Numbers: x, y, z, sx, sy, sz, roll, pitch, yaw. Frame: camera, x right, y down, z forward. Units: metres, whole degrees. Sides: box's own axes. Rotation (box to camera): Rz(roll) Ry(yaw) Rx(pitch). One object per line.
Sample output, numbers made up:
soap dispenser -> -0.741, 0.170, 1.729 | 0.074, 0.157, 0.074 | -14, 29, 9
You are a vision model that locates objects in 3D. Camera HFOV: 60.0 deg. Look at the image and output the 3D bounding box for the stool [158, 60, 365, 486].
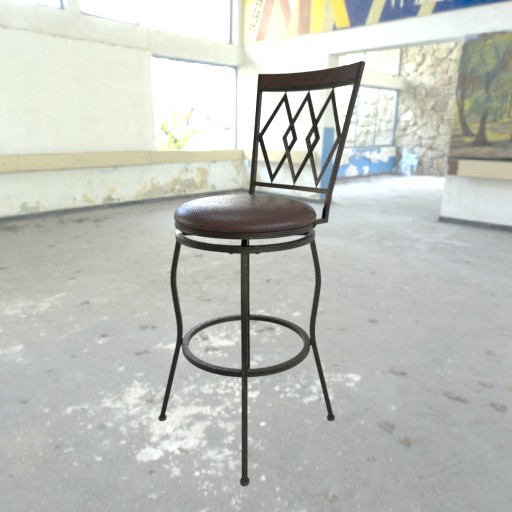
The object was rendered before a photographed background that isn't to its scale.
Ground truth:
stool -> 0.000, 0.000, 1.388 | 0.432, 1.134, 0.521 | 15, 21, 43
